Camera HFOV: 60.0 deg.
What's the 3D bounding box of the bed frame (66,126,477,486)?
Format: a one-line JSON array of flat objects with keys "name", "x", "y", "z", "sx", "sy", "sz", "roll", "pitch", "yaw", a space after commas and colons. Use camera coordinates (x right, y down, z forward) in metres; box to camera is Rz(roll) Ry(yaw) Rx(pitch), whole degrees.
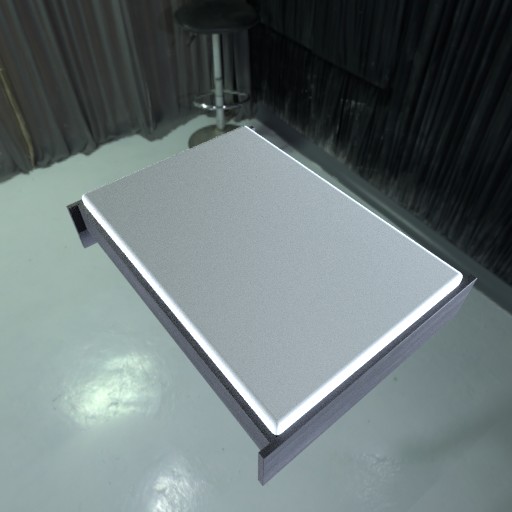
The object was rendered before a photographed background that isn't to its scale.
[{"name": "bed frame", "x": 0.000, "y": 0.000, "z": 2.691, "sx": 1.490, "sy": 0.432, "sz": 1.950, "roll": -31, "pitch": 55, "yaw": -25}]
